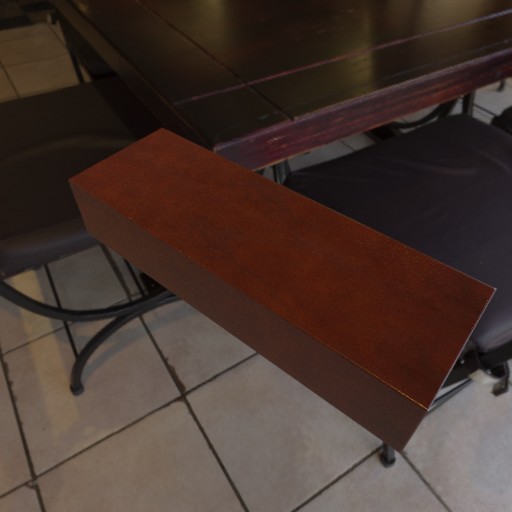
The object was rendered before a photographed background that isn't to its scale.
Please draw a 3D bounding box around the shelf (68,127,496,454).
[{"bbox_3d":[0.000,0.000,0.506,0.457,0.088,0.152,30,54,26],"label":"shelf"}]
